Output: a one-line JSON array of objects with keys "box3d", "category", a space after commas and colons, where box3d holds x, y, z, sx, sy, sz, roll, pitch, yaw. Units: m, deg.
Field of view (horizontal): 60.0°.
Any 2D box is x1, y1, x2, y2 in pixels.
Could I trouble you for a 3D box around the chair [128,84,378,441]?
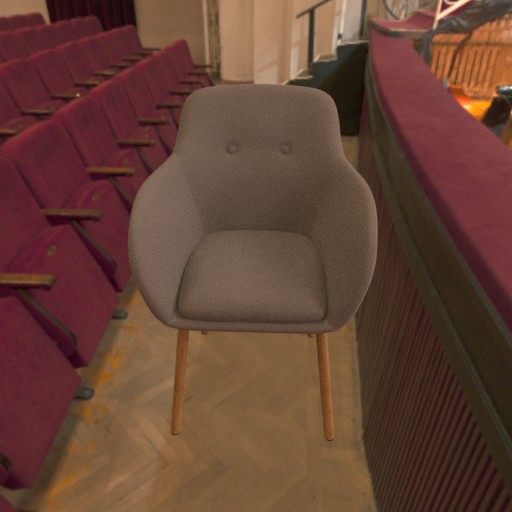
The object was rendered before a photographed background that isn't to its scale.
[{"box3d": [0.000, 0.000, 1.265, 0.570, 0.830, 0.590, 1, 32, 2], "category": "chair"}]
